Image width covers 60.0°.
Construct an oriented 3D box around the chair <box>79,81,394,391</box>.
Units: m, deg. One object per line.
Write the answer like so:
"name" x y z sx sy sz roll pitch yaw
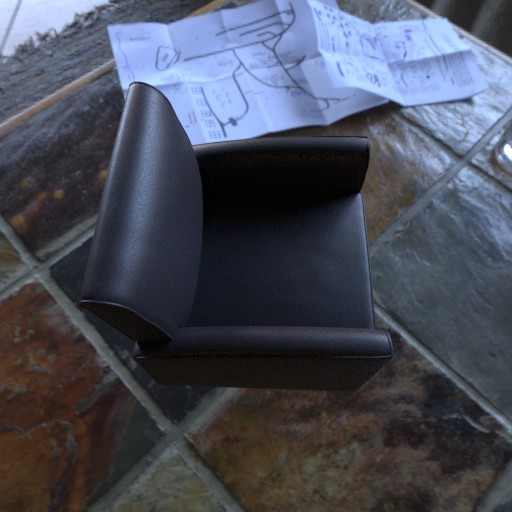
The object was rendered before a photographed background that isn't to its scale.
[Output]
"chair" 0.000 0.000 1.585 0.819 0.916 0.820 2 63 1
